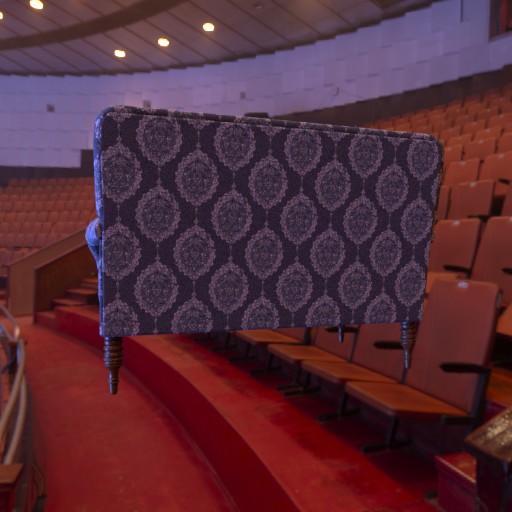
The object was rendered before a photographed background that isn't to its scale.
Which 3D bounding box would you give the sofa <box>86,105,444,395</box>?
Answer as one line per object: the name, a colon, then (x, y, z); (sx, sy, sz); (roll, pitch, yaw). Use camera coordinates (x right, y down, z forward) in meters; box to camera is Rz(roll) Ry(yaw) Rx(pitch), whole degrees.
sofa: (0.000, 0.000, 1.777); (1.297, 0.867, 0.779); (0, 0, -17)
